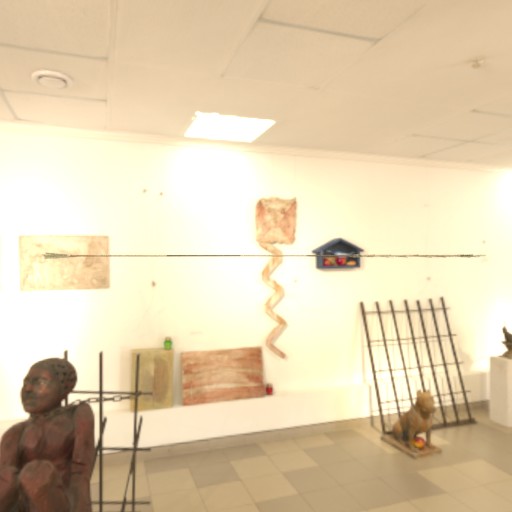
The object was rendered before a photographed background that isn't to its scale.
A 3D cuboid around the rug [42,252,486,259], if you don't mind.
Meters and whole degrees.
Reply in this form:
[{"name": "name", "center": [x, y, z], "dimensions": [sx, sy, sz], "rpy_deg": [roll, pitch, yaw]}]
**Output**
[{"name": "rug", "center": [0.000, 0.000, 2.434], "dimensions": [2.021, 0.027, 1.224], "rpy_deg": [0, 0, -20]}]
